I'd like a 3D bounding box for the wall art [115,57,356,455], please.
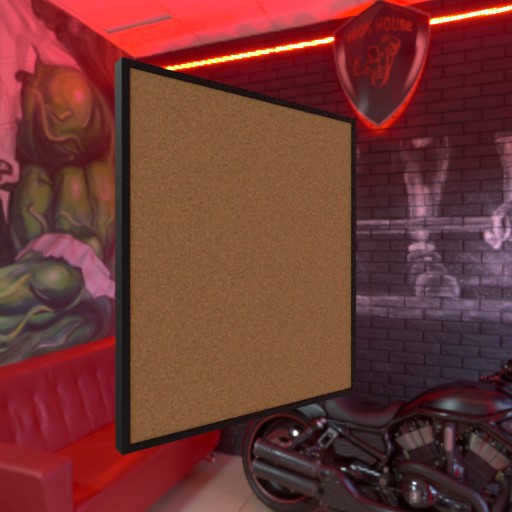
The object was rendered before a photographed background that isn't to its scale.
[{"bbox_3d":[0.000,0.000,0.528,0.330,0.381,0.019,0,0,-36],"label":"wall art"}]
